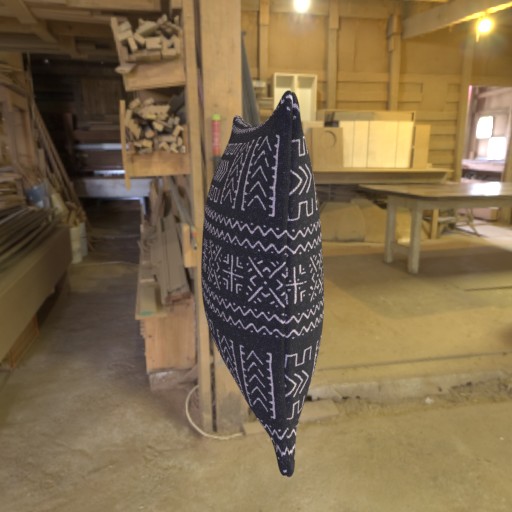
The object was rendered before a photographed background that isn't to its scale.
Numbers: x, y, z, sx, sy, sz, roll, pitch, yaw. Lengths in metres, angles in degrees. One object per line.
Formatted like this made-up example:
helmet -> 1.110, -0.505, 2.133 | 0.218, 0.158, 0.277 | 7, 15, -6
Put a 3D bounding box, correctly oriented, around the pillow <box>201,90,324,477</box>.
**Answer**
pillow -> 0.000, 0.000, 0.665 | 0.164, 0.430, 0.438 | -2, 14, -9
